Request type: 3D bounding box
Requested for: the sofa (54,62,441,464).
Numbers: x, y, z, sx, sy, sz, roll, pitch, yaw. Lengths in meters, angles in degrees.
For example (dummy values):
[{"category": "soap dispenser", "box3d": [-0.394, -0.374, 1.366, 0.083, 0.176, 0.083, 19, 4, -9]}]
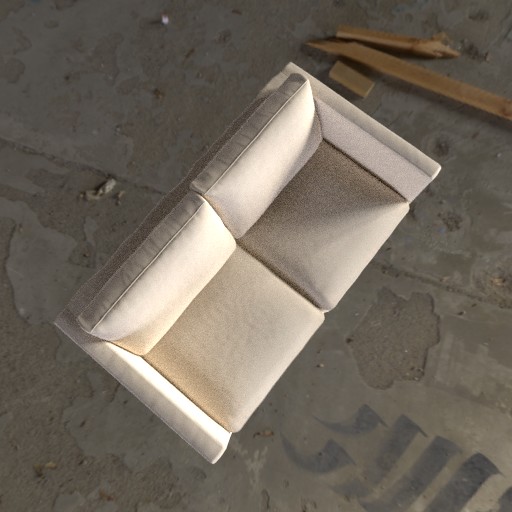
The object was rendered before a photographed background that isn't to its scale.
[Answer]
[{"category": "sofa", "box3d": [0.000, 0.000, 2.323, 0.962, 0.834, 1.746, 38, 79, 8]}]
